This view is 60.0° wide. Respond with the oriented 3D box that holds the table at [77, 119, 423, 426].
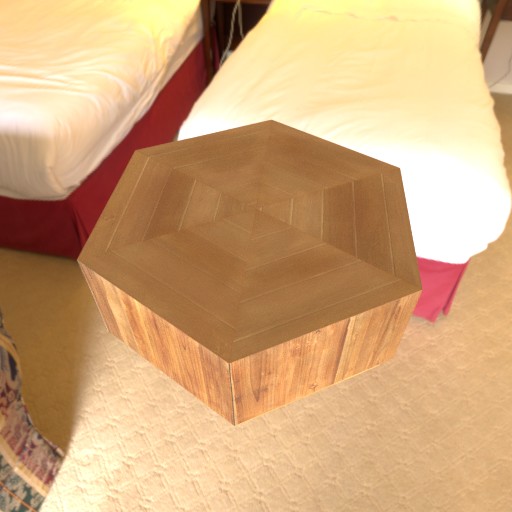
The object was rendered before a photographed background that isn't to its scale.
[{"bbox_3d":[0.000,0.000,1.633,1.154,0.456,1.000,-18,49,-16],"label":"table"}]
